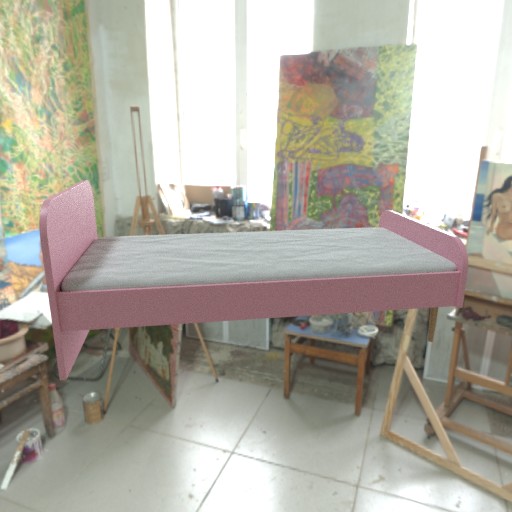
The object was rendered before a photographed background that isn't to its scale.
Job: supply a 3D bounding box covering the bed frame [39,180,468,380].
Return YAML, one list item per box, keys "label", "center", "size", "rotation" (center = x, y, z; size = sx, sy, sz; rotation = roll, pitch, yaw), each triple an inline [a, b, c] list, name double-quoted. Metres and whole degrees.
- label: "bed frame"
  center: [0.000, 0.000, 2.524]
  size: [1.963, 0.805, 0.998]
  rotation: [-2, 16, -9]
